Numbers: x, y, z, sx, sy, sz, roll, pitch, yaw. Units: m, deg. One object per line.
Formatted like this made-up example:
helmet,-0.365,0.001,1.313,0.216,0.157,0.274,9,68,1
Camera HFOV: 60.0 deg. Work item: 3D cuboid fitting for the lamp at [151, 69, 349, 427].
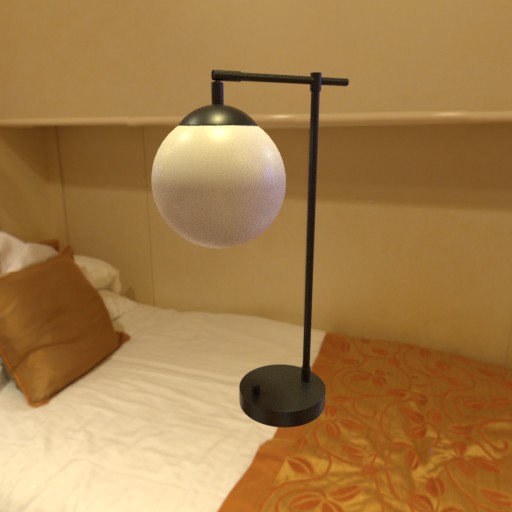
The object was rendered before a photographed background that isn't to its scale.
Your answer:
lamp,0.000,0.000,0.713,0.316,0.559,0.197,-7,17,-23
